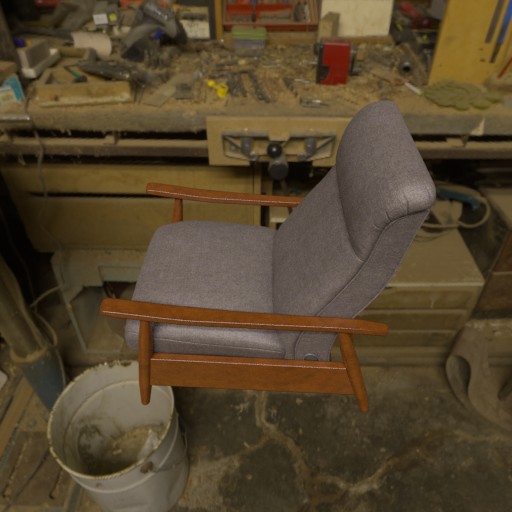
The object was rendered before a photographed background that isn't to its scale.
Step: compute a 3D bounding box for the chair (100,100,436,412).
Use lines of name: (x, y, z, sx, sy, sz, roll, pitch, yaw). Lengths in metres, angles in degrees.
chair: (0.000, 0.000, 1.781, 1.014, 1.081, 0.762, 1, 43, 1)
